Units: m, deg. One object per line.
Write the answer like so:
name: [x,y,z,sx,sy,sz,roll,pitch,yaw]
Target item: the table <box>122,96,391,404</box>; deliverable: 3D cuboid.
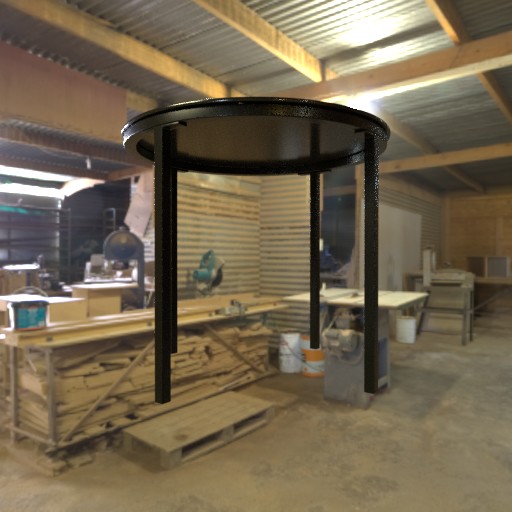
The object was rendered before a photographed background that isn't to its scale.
table: [0.000,0.000,0.861,0.499,0.443,0.499,0,0,0]
